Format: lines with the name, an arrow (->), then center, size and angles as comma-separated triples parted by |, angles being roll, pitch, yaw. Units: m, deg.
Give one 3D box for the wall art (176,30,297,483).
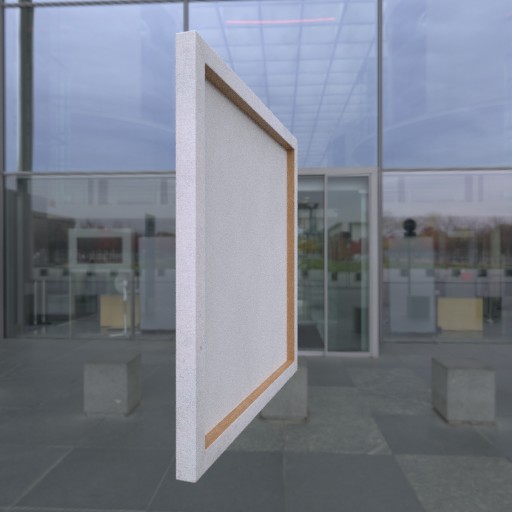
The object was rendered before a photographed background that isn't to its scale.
wall art -> 0.000, 0.000, 1.111 | 0.038, 0.762, 0.762 | 0, 0, 18
